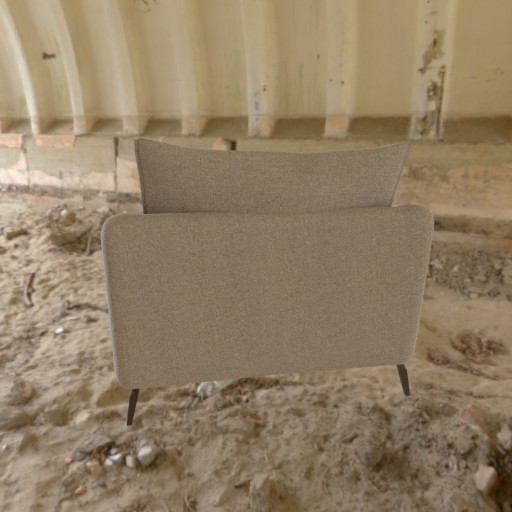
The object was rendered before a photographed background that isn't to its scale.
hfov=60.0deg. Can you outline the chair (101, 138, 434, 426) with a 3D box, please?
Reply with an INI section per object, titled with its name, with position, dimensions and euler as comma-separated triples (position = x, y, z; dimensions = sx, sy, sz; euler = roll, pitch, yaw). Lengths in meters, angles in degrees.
[chair]
position = 0.000, 0.000, 1.647
dimensions = 1.029, 0.856, 0.801
euler = -3, 16, -10
